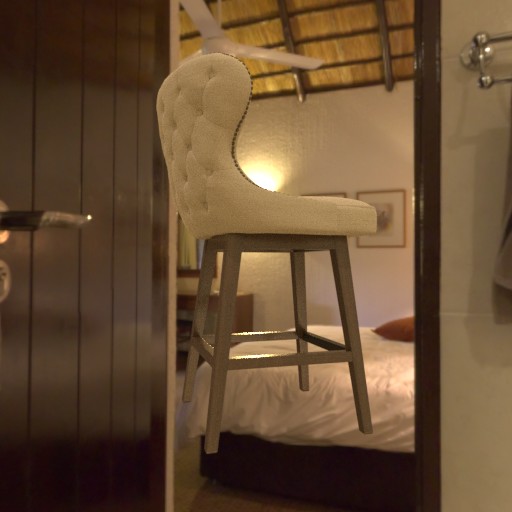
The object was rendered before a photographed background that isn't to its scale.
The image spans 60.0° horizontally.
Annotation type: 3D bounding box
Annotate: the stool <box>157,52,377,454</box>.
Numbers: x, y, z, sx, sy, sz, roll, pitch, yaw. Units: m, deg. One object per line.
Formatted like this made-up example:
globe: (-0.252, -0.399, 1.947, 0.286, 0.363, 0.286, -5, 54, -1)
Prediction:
stool: (0.000, 0.000, 1.355, 0.597, 0.972, 0.615, 0, -1, -17)
